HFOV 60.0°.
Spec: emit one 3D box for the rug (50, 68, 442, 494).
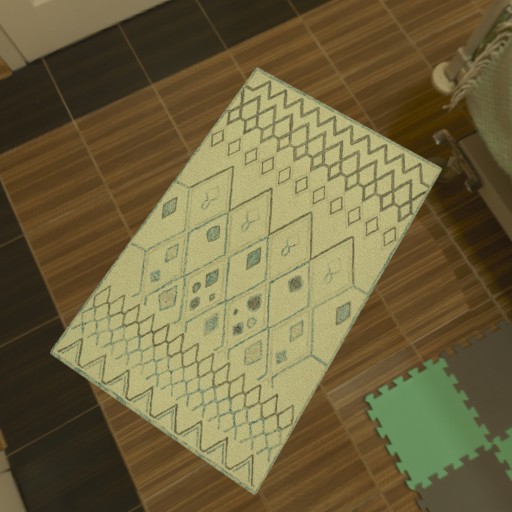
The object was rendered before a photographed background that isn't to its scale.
[{"bbox_3d":[0.000,0.000,2.928,1.524,0.015,2.439,31,78,7],"label":"rug"}]
